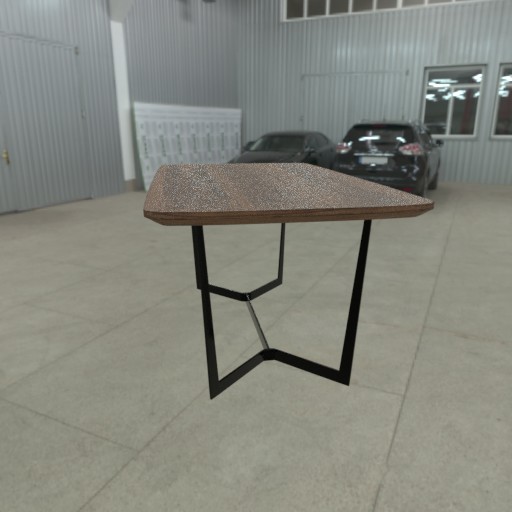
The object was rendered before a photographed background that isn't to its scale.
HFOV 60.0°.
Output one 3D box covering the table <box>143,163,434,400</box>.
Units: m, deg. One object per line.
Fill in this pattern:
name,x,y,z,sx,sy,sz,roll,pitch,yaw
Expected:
table,0.000,0.000,2.190,0.949,0.765,1.643,-3,17,-9
